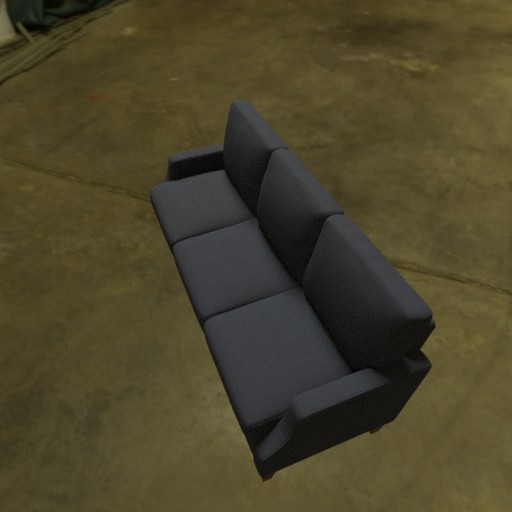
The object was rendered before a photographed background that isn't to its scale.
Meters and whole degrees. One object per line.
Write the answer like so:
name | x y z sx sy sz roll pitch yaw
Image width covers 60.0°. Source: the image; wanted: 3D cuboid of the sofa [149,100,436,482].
sofa | 0.000 0.000 2.613 0.888 0.984 2.115 -16 47 -16
